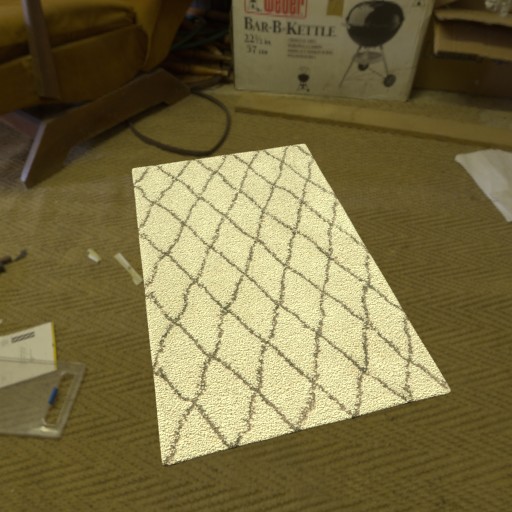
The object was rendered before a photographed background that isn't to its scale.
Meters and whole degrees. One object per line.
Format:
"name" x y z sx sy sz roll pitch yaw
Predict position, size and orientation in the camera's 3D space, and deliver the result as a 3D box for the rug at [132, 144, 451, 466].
"rug" 0.000 0.000 3.027 1.524 0.030 2.438 -10 48 -10
